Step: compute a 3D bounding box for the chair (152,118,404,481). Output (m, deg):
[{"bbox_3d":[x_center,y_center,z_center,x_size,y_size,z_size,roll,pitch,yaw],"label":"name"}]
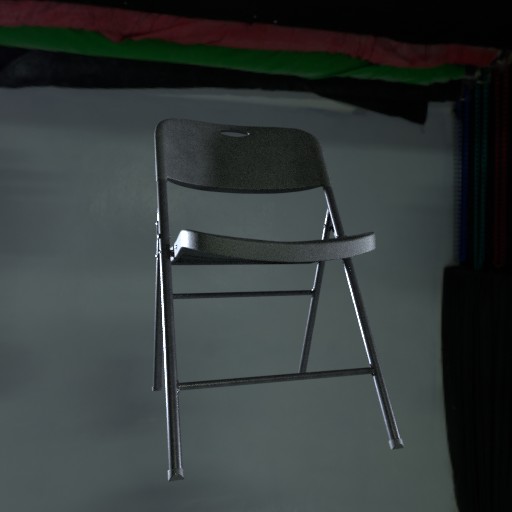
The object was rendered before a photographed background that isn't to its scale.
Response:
[{"bbox_3d":[0.000,0.000,1.131,0.494,0.810,0.566,0,1,-16],"label":"chair"}]
